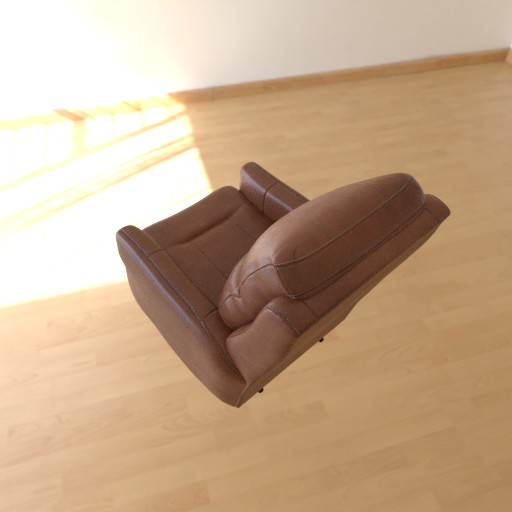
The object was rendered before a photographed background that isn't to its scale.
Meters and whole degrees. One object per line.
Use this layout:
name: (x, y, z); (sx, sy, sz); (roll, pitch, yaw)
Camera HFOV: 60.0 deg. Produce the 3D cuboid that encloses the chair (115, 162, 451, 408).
chair: (0.000, 0.000, 1.763); (0.821, 1.016, 1.072); (-33, 55, -27)
